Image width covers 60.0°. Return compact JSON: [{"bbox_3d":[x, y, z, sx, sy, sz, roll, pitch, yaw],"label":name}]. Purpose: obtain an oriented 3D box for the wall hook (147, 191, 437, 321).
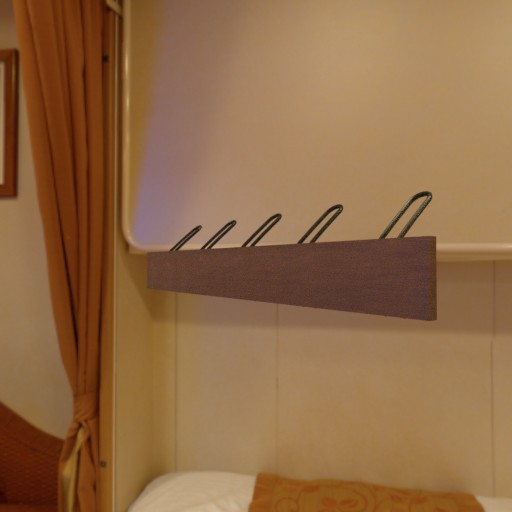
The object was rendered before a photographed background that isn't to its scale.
[{"bbox_3d":[0.000,0.000,0.582,0.076,0.116,0.554,1,-1,-36],"label":"wall hook"}]
